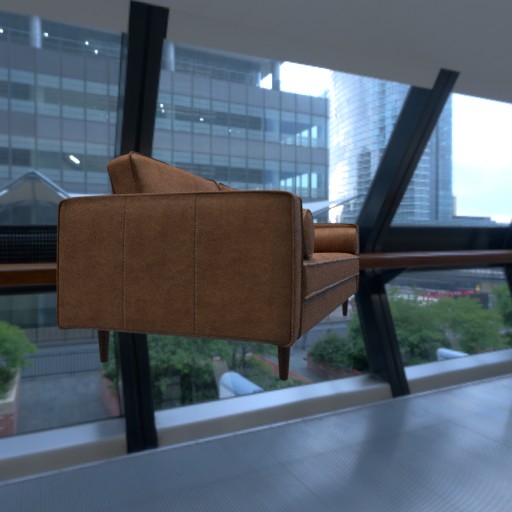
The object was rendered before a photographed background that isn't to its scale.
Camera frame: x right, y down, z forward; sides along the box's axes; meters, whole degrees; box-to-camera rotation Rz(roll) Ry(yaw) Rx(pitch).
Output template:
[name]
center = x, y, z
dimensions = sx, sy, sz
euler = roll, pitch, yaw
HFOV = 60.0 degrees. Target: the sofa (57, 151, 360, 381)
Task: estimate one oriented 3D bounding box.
[sofa]
center = 0.000, 0.000, 2.373
dimensions = 0.924, 0.825, 1.920
euler = 0, 1, 19
